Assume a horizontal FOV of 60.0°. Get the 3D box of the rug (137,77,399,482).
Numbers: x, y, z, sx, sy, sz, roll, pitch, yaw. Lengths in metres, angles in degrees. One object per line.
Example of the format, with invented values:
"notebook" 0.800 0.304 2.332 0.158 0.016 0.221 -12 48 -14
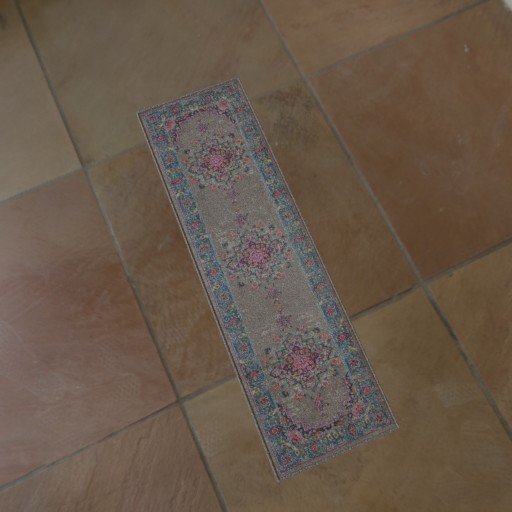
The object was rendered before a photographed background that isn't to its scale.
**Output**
"rug" 0.000 0.000 2.031 0.553 0.012 1.827 -22 77 -5
